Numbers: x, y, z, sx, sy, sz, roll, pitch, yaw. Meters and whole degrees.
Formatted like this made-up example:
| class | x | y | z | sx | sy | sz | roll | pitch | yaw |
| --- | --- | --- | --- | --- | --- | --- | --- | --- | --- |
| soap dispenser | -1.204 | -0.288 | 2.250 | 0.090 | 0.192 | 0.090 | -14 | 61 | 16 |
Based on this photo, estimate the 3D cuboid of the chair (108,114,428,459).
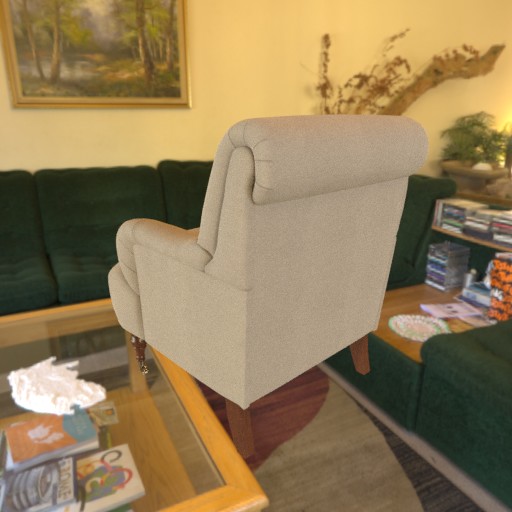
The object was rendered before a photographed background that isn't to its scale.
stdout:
| class | x | y | z | sx | sy | sz | roll | pitch | yaw |
| --- | --- | --- | --- | --- | --- | --- | --- | --- | --- |
| chair | 0.000 | 0.000 | 1.542 | 0.766 | 0.942 | 0.842 | -17 | 24 | -41 |
